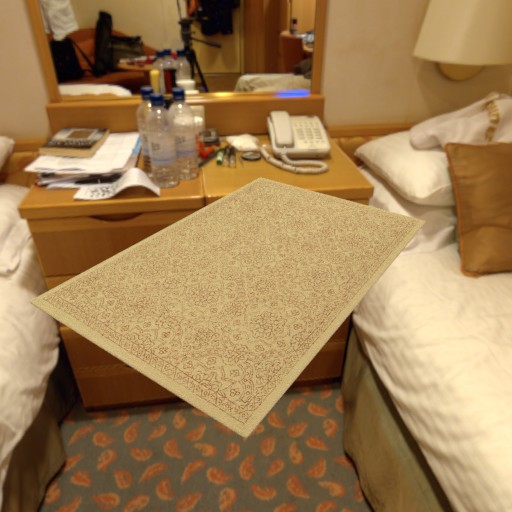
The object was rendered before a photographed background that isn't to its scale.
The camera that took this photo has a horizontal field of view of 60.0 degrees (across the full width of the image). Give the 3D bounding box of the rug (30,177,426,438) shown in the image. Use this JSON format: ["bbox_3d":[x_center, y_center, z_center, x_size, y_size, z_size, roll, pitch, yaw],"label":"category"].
[{"bbox_3d":[0.000,0.000,2.336,1.219,0.010,1.829,20,37,29],"label":"rug"}]
